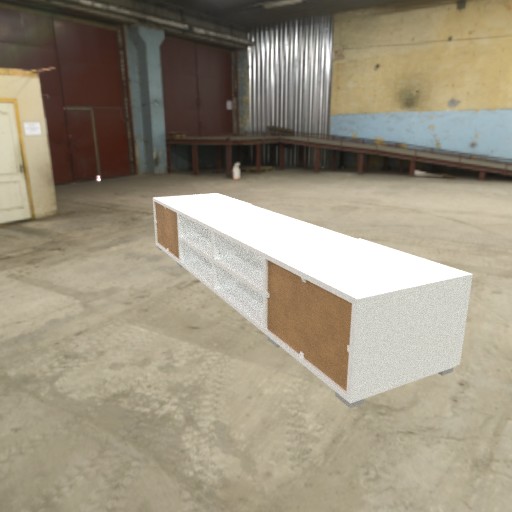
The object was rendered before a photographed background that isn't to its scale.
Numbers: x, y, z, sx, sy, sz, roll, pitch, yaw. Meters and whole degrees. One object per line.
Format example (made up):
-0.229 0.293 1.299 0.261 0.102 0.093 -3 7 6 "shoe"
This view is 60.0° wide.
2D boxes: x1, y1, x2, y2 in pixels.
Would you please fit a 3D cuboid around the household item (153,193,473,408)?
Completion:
0.000 0.000 1.991 0.420 0.310 1.850 -8 18 -27 "household item"
